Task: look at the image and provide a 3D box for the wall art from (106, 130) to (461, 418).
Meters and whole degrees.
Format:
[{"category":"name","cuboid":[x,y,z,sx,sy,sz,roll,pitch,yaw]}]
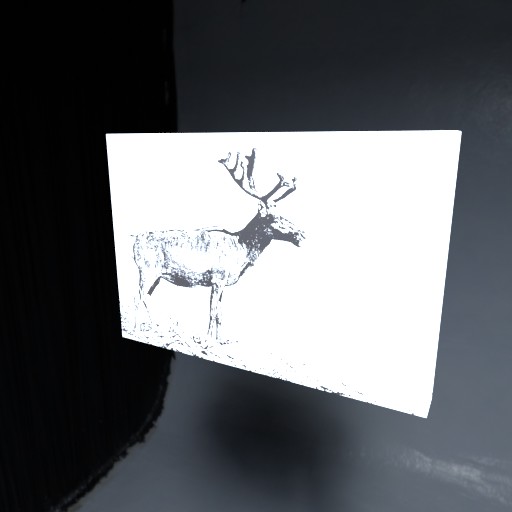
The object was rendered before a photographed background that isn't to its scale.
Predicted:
[{"category":"wall art","cuboid":[0.000,0.000,0.485,0.381,0.259,0.038,8,16,27]}]
